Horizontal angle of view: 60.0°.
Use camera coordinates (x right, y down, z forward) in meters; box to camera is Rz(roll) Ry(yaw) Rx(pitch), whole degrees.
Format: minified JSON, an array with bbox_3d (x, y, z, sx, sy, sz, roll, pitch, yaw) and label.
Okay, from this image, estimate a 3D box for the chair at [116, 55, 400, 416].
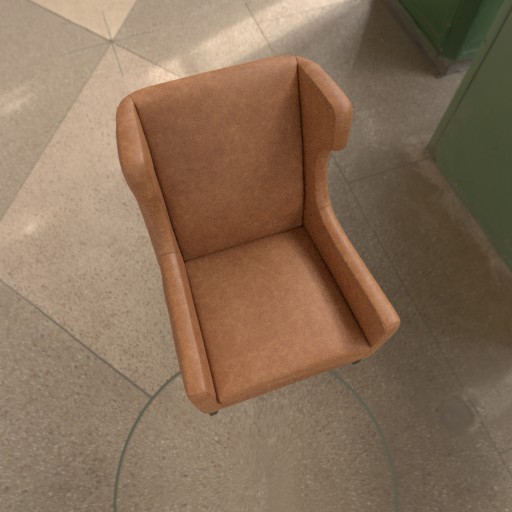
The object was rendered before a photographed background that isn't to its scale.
[{"bbox_3d":[0.000,0.000,1.668,0.766,1.079,0.899,-17,64,-9],"label":"chair"}]
